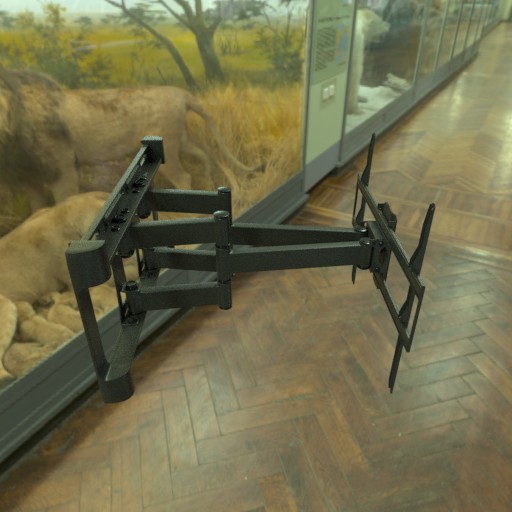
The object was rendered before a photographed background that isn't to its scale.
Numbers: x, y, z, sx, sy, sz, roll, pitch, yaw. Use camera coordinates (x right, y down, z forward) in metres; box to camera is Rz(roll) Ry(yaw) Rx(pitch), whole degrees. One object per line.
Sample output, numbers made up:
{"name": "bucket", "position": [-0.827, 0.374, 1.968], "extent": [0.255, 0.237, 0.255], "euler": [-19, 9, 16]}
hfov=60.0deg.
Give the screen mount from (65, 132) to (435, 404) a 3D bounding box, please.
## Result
{"name": "screen mount", "position": [0.000, 0.000, 0.962], "extent": [0.556, 0.424, 0.571], "euler": [0, 32, -1]}
